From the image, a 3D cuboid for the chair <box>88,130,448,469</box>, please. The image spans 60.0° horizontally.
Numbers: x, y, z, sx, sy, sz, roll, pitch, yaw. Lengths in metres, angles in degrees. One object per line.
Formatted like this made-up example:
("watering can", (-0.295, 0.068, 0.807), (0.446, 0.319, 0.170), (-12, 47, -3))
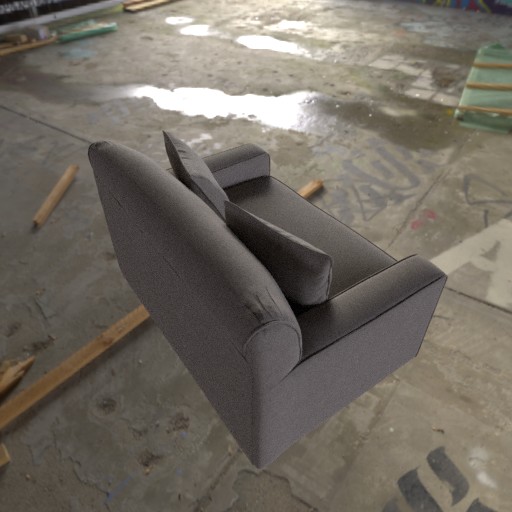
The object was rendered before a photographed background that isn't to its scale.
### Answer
("chair", (0.000, 0.000, 2.090), (0.992, 0.953, 1.395), (-25, 47, -26))
